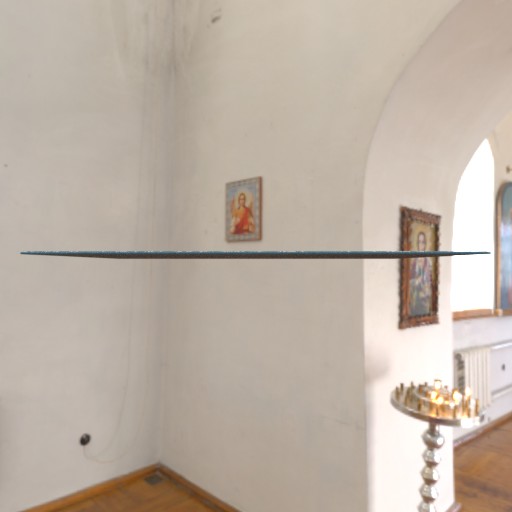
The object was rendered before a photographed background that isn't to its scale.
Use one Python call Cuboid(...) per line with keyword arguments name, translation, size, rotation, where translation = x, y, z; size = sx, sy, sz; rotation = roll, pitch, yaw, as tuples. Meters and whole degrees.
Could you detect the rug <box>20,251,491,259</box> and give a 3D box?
Cuboid(name="rug", translation=(0.000, 0.000, 3.488), size=(2.746, 0.018, 1.816), rotation=(0, -1, 1))
